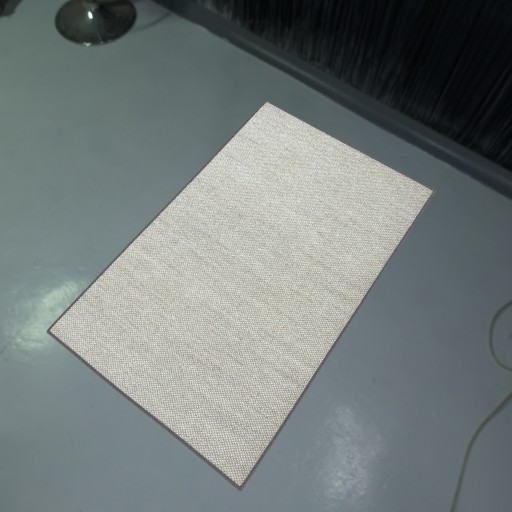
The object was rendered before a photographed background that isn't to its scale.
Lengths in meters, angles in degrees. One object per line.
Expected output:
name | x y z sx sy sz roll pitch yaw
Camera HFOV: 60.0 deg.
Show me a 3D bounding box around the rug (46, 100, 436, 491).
rug | 0.000 0.000 2.100 1.067 0.013 1.676 33 68 15
